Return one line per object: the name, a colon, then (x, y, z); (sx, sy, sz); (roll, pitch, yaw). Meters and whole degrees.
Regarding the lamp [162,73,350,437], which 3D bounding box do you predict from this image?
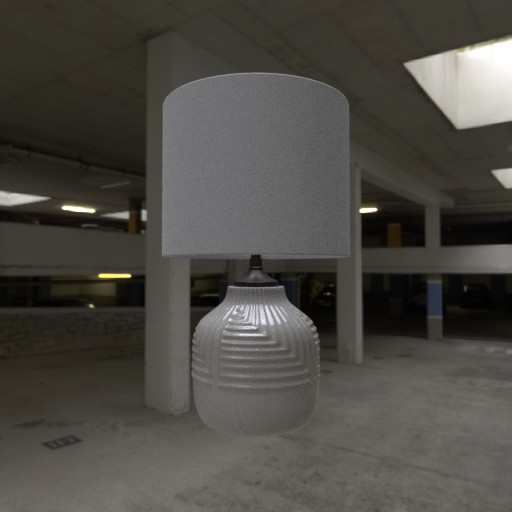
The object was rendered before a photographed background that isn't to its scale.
lamp: (0.000, 0.000, 0.764); (0.318, 0.567, 0.318); (0, -2, 0)
